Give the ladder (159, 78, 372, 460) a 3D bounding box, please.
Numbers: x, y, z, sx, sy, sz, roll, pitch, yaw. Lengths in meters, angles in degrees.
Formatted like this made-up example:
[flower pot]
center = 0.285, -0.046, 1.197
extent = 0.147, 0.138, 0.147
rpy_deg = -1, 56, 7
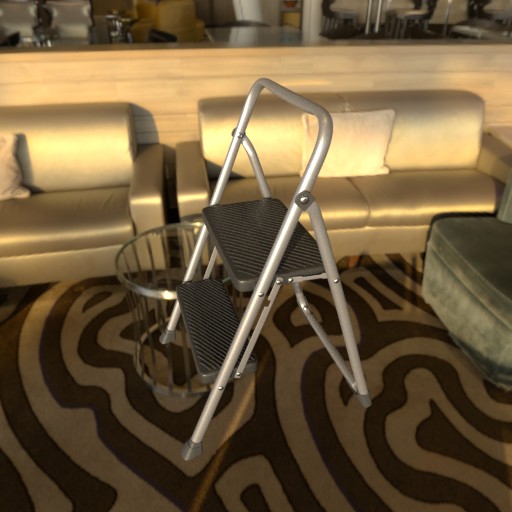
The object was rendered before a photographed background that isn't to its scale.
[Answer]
[ladder]
center = 0.000, 0.000, 1.019
extent = 0.472, 0.720, 0.430
rpy_deg = -9, 32, -15
